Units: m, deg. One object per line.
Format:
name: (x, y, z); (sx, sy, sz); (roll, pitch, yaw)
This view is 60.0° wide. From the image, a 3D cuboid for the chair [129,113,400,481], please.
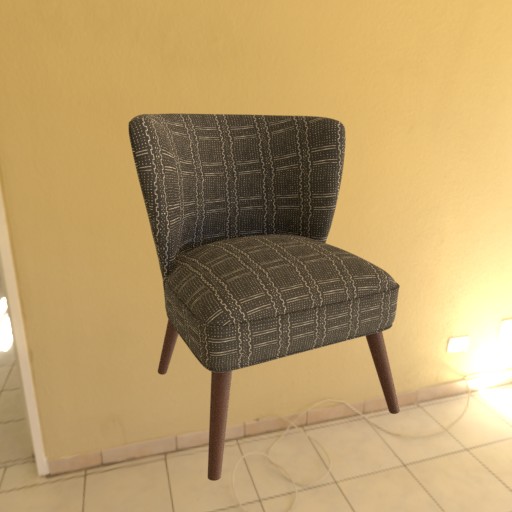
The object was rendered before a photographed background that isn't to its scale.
chair: (0.000, 0.000, 1.398); (0.710, 0.866, 0.758); (-8, 18, -26)
